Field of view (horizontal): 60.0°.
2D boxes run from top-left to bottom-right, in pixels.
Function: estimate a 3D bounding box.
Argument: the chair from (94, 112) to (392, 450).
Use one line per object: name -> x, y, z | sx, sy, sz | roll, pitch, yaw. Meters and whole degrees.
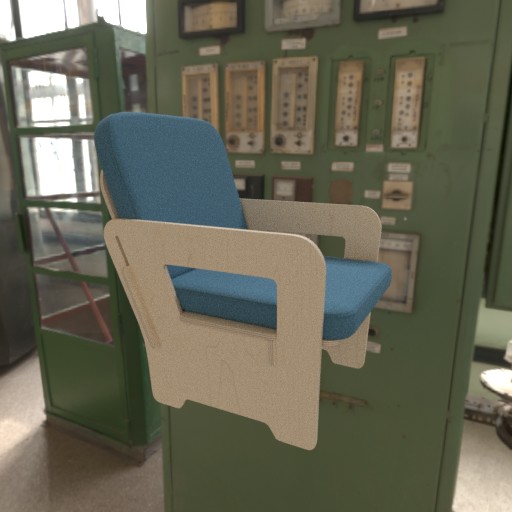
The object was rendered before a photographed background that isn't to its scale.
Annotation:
chair -> 0.000, 0.000, 1.201 | 0.657, 0.747, 0.547 | 7, 15, 26
